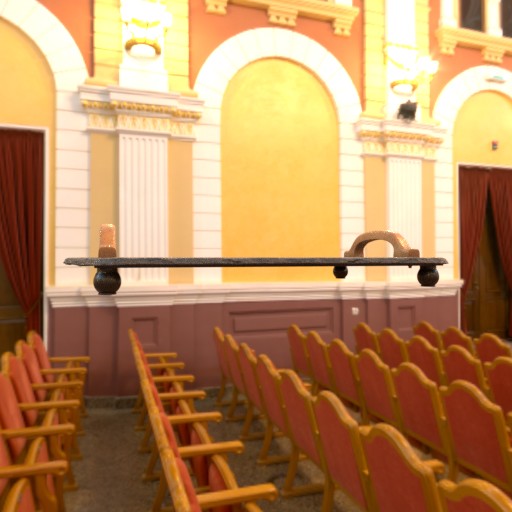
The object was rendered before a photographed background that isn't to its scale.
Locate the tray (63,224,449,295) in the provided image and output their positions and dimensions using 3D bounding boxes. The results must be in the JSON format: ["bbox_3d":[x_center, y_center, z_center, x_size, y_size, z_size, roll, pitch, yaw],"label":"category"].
[{"bbox_3d":[0.000,0.000,0.487,0.387,0.062,0.231,0,0,-18],"label":"tray"}]
